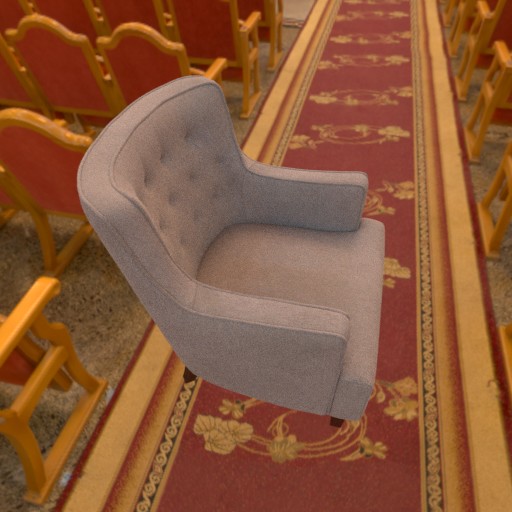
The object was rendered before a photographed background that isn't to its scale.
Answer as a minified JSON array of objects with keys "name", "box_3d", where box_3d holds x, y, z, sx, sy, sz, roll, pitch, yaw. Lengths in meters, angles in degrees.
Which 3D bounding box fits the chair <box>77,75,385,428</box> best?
[{"name":"chair","box_3d":[0.000,0.000,1.548,0.910,0.919,0.781,10,47,10]}]
